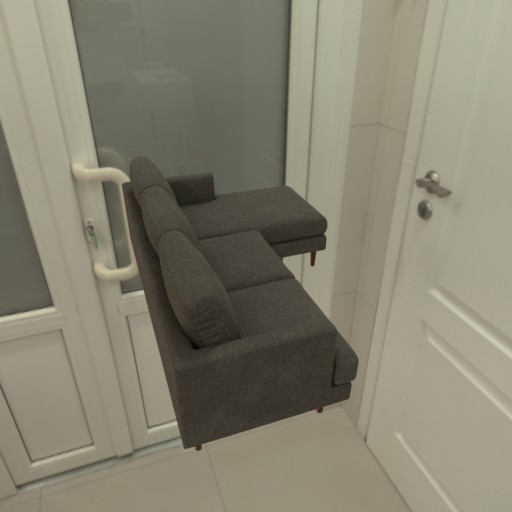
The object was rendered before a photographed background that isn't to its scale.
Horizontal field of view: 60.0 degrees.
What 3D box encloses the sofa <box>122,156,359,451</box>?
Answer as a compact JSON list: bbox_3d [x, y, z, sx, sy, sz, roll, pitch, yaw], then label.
[{"bbox_3d":[0.000,0.000,3.008,1.504,0.956,2.233,-10,32,-17],"label":"sofa"}]
